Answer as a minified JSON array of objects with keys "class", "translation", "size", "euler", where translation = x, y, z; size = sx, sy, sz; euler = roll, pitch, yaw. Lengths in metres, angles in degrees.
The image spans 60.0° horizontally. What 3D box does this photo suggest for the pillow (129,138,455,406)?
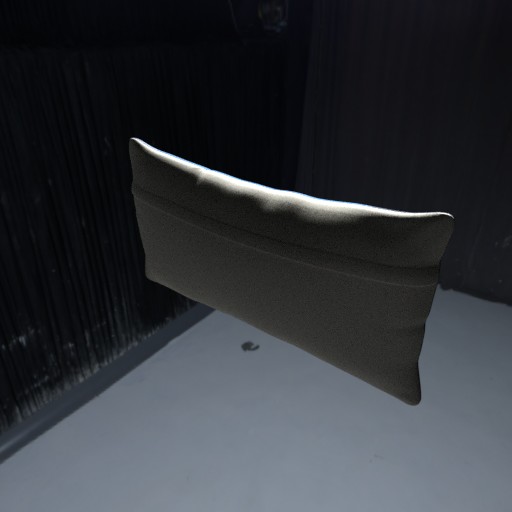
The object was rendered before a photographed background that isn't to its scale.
[{"class":"pillow","translation":[0.000,0.000,0.740],"size":[0.604,0.307,0.148],"euler":[20,34,33]}]
